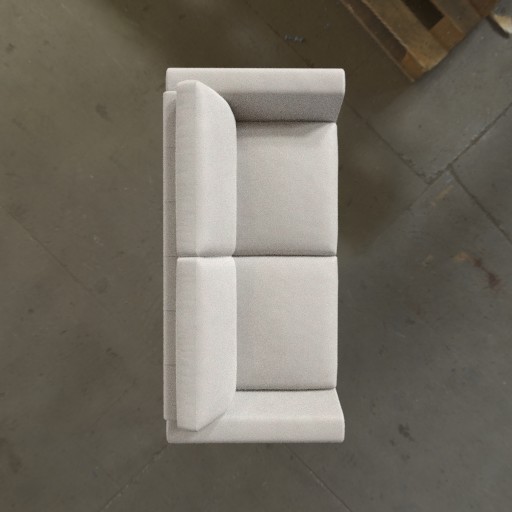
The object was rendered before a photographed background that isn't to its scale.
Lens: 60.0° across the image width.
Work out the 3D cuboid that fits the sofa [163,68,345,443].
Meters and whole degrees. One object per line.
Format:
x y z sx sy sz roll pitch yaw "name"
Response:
0.000 0.000 2.522 0.953 0.875 2.017 0 90 -1 "sofa"
